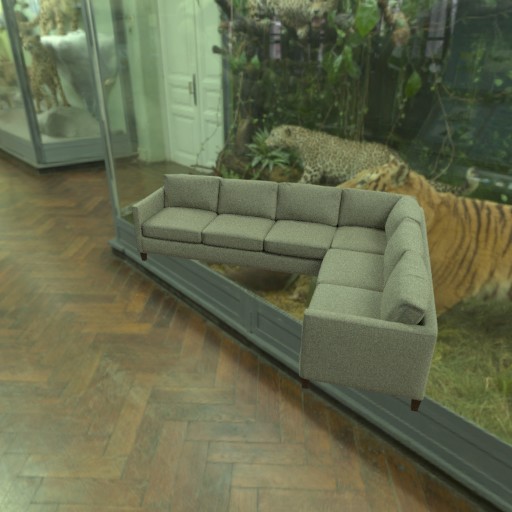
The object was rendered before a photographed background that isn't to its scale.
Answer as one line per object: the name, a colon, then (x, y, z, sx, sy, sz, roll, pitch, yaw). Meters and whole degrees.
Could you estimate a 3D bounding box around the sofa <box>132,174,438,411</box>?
sofa: (0.000, 0.000, 4.551, 3.302, 0.947, 2.593, 8, 28, 15)
